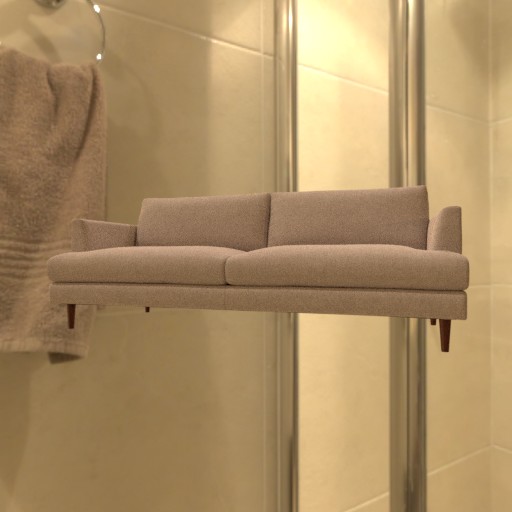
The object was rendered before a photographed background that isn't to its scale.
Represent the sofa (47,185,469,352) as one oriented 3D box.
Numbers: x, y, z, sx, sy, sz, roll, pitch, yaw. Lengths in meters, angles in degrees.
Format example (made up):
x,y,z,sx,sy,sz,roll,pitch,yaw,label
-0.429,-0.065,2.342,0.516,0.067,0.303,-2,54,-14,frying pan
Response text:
x,y,z,sx,sy,sz,roll,pitch,yaw,label
0.000,0.000,2.706,2.250,0.868,1.020,0,0,18,sofa
